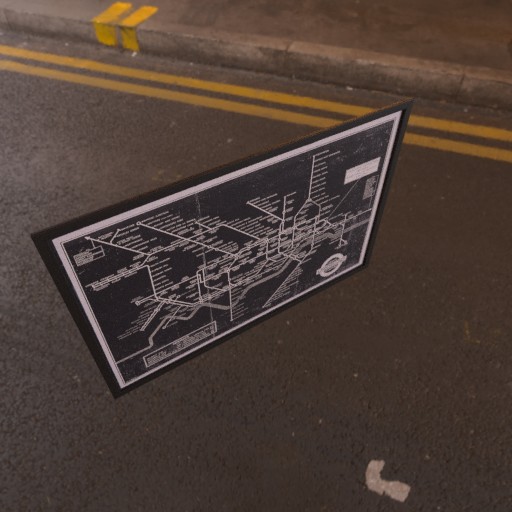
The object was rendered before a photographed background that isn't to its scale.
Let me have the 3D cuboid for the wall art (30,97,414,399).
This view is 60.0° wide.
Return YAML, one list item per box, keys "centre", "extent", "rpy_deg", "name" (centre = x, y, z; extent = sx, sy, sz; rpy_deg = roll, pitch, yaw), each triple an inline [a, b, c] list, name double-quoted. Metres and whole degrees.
- centre: [0.000, 0.000, 1.501]
  extent: [1.192, 0.811, 0.013]
  rpy_deg: [-25, 51, -21]
  name: "wall art"
